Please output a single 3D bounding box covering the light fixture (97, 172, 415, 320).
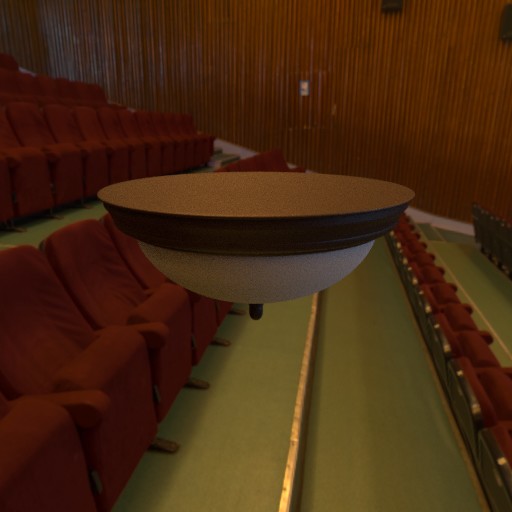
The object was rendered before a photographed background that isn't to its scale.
[{"bbox_3d":[0.000,0.000,0.431,0.280,0.135,0.280,0,16,0],"label":"light fixture"}]
